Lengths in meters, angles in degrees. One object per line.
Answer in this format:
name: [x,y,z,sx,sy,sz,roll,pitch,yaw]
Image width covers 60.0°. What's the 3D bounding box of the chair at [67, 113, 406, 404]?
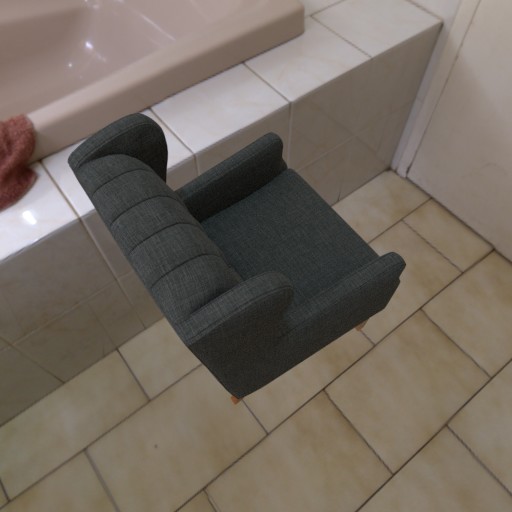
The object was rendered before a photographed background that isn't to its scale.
chair: [0.000,0.000,1.499,0.775,0.953,0.711,-31,64,-17]
